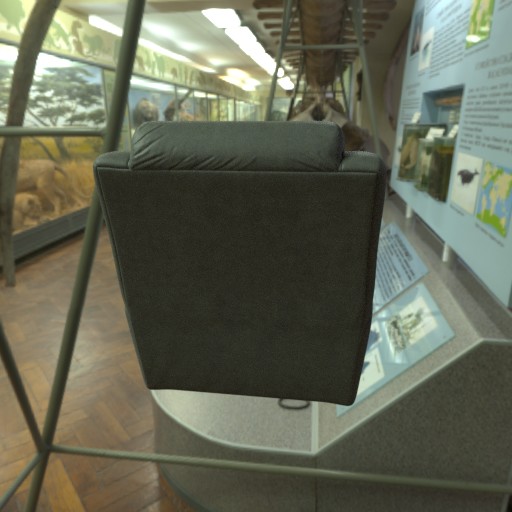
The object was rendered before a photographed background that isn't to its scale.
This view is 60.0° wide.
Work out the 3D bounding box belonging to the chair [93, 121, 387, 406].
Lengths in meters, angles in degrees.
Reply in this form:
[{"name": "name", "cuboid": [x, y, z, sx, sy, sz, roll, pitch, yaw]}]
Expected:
[{"name": "chair", "cuboid": [0.000, 0.000, 1.910, 0.965, 1.116, 1.068, 2, 17, 8]}]
